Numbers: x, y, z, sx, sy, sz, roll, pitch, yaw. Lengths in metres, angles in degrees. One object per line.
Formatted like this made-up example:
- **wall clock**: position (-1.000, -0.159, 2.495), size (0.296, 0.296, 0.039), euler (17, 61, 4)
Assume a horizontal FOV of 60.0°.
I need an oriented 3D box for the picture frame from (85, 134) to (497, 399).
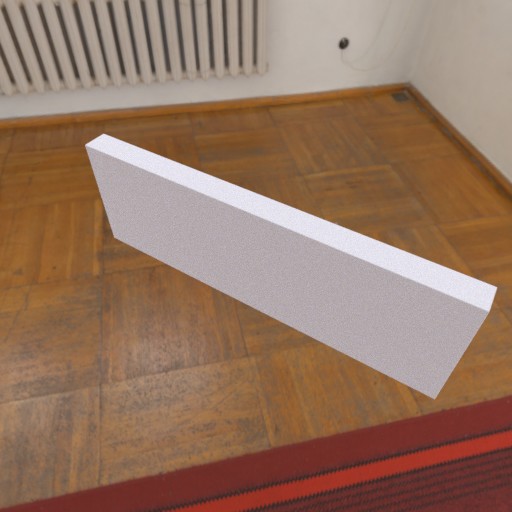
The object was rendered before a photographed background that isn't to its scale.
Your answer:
- **picture frame**: position (0.000, 0.000, 0.830), size (0.759, 0.250, 0.050), euler (24, 51, 22)
